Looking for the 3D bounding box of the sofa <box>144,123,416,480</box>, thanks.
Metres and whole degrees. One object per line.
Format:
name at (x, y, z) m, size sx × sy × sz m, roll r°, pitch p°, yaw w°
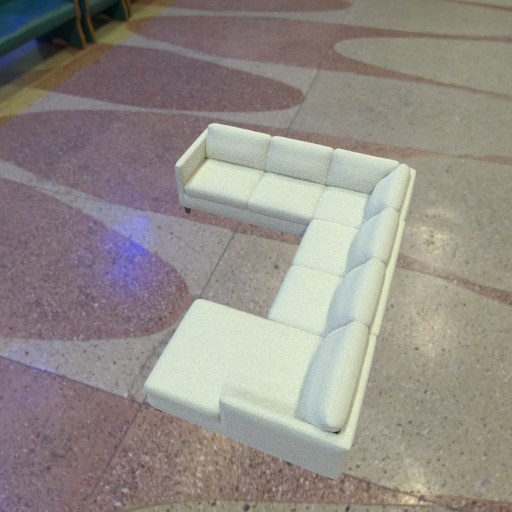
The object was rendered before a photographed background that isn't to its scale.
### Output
sofa at (0.000, 0.000, 4.295) m, size 2.551 × 0.853 × 3.238 m, roll 16°, pitch 48°, yaw 15°
